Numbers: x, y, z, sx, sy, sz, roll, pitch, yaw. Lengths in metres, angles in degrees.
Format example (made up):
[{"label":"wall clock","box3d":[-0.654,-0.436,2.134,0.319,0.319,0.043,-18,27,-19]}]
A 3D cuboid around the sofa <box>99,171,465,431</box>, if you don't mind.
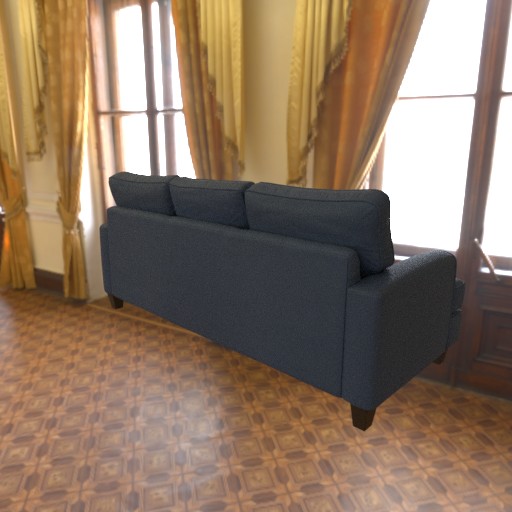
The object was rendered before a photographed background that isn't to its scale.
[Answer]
[{"label":"sofa","box3d":[0.000,0.000,2.672,2.158,0.965,0.951,13,19,42]}]
